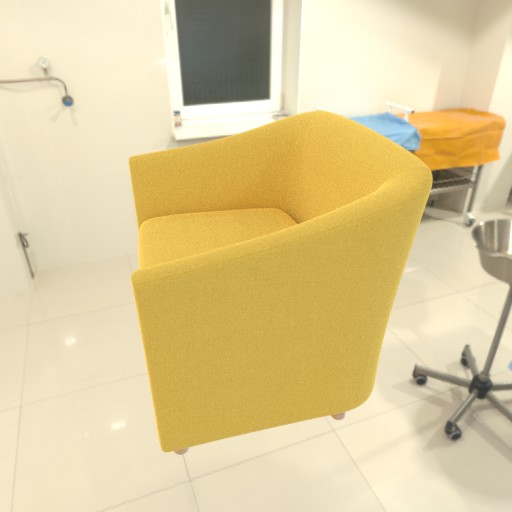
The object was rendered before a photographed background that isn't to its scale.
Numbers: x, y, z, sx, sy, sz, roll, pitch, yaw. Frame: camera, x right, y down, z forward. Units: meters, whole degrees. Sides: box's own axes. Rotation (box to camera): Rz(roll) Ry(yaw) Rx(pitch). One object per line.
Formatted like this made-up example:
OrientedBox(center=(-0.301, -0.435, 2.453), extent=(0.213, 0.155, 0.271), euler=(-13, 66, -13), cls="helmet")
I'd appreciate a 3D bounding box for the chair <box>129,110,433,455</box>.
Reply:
OrientedBox(center=(0.000, 0.000, 1.338), extent=(0.700, 0.720, 0.790), euler=(-7, 31, -12), cls="chair")
